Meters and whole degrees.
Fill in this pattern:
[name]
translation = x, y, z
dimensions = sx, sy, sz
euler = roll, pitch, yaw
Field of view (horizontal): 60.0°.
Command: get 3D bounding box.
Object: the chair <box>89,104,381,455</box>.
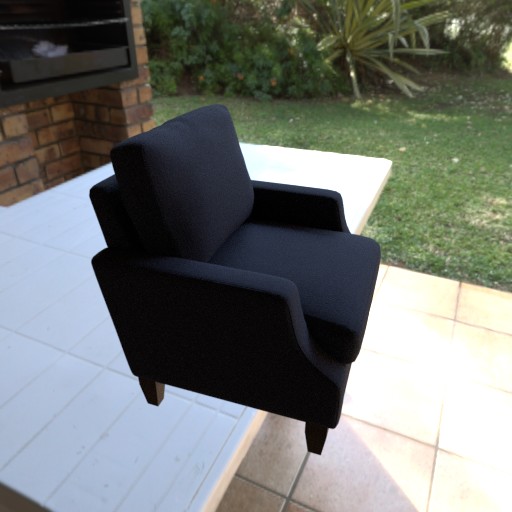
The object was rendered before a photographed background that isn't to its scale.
[chair]
translation = 0.000, 0.000, 1.685
dimensions = 0.897, 0.991, 0.855
euler = 10, 31, 17
